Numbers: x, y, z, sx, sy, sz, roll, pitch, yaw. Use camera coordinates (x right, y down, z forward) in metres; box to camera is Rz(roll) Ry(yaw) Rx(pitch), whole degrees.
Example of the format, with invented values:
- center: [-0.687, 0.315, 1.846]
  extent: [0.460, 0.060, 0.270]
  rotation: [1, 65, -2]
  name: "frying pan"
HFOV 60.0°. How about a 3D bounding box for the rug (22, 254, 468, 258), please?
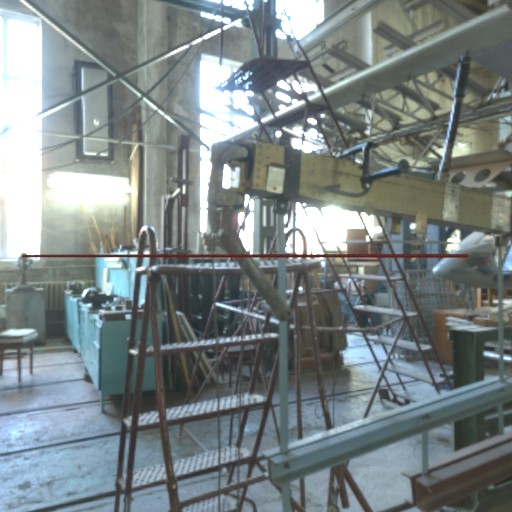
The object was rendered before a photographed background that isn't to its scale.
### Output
- center: [0.000, 0.000, 2.261]
  extent: [1.802, 0.013, 1.194]
  rotation: [0, 0, 17]
  name: "rug"
